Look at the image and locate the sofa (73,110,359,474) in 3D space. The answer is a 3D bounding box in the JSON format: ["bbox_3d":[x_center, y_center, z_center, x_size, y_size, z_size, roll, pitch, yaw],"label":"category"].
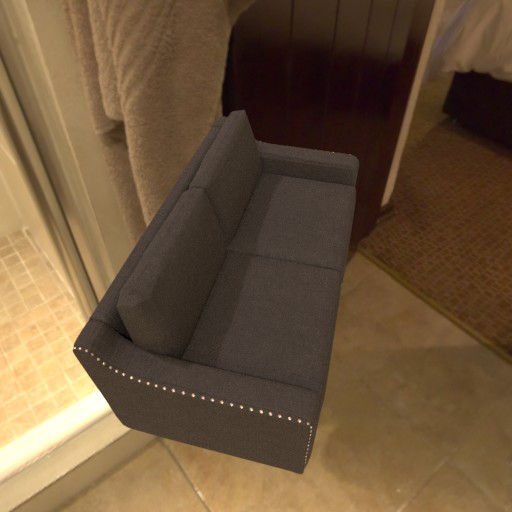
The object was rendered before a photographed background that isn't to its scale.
[{"bbox_3d":[0.000,0.000,3.319,1.336,1.196,2.550,10,46,10],"label":"sofa"}]
